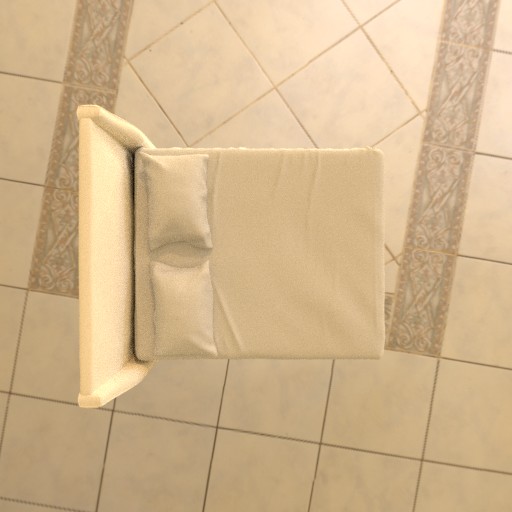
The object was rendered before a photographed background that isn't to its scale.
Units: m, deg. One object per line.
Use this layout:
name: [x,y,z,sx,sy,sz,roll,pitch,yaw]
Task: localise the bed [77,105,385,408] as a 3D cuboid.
bed: [0.000,0.000,3.434,2.276,1.332,1.925,0,91,-1]
